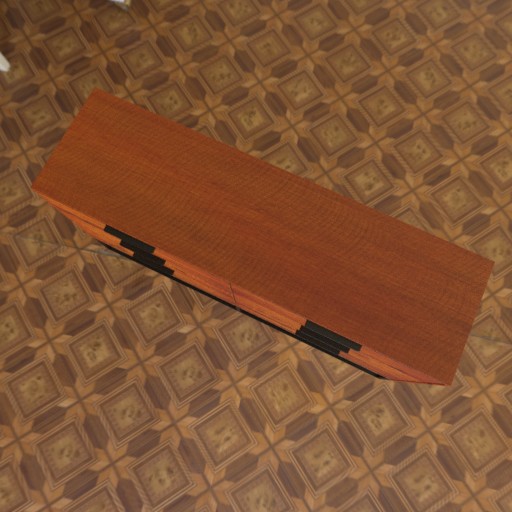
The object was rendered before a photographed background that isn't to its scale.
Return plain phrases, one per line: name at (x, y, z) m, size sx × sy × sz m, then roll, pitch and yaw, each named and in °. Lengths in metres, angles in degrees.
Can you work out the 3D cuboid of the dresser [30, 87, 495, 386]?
dresser at (0.000, 0.000, 1.891) m, size 1.536 × 0.810 × 0.464 m, roll 25°, pitch 77°, yaw 6°
